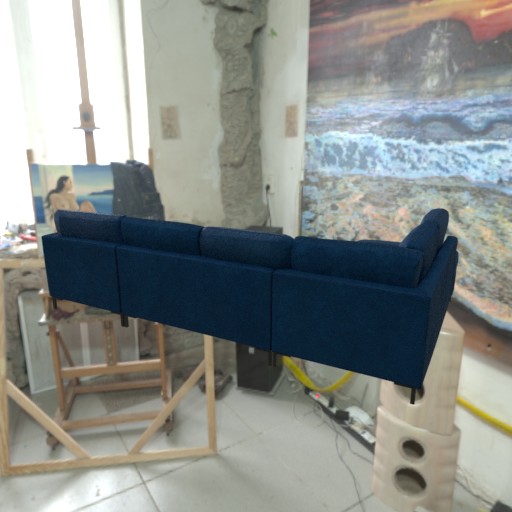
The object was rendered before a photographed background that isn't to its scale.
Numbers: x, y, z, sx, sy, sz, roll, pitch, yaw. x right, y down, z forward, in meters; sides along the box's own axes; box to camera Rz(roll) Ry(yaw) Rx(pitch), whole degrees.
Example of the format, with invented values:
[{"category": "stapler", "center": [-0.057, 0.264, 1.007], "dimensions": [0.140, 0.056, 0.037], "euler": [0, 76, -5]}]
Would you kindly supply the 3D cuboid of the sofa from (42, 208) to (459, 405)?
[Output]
[{"category": "sofa", "center": [0.000, 0.000, 4.247], "dimensions": [3.434, 0.992, 2.055], "euler": [8, 18, 27]}]
